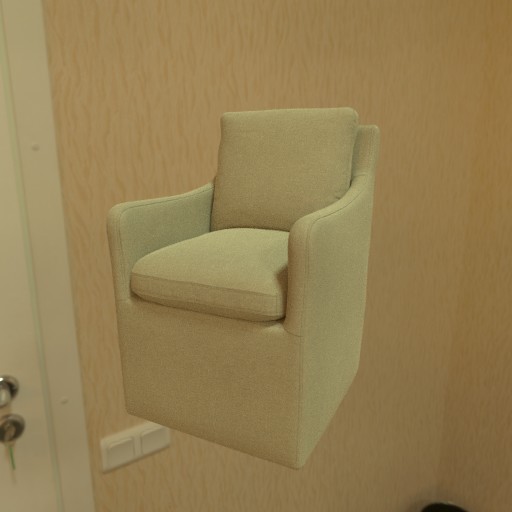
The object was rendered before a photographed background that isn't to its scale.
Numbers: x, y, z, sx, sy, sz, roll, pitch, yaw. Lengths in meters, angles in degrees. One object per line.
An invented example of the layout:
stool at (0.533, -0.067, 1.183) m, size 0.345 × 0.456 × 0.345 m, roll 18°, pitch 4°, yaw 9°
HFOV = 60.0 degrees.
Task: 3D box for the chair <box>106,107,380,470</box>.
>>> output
chair at (0.000, 0.000, 1.400) m, size 0.626 × 0.914 × 0.694 m, roll 7°, pitch 15°, yaw 26°
